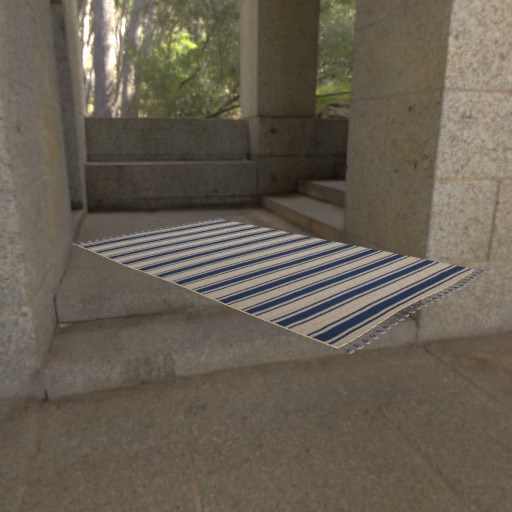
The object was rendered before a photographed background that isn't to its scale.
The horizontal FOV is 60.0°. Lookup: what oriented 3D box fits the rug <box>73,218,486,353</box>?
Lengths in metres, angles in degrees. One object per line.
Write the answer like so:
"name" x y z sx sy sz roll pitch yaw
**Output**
"rug" 0.000 0.000 2.546 2.108 0.009 1.248 15 21 43
